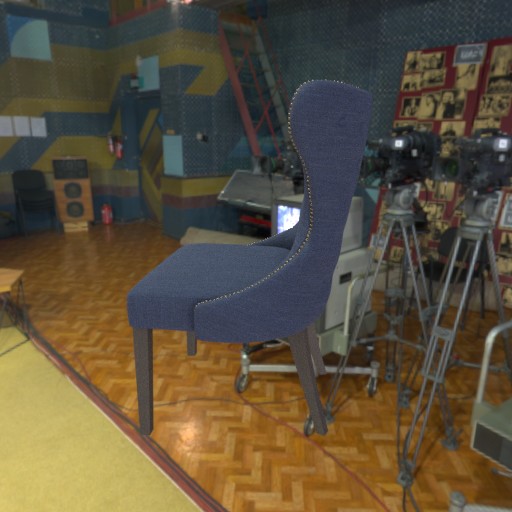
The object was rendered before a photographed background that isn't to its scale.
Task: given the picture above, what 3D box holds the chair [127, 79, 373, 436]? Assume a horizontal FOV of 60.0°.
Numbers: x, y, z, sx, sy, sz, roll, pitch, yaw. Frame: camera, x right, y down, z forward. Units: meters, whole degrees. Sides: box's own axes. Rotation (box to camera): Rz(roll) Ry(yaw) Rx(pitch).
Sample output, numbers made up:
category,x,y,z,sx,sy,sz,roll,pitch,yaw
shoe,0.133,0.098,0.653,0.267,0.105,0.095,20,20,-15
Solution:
category,x,y,z,sx,sy,sz,roll,pitch,yaw
chair,0.000,0.000,1.373,0.635,0.967,0.628,2,16,8
